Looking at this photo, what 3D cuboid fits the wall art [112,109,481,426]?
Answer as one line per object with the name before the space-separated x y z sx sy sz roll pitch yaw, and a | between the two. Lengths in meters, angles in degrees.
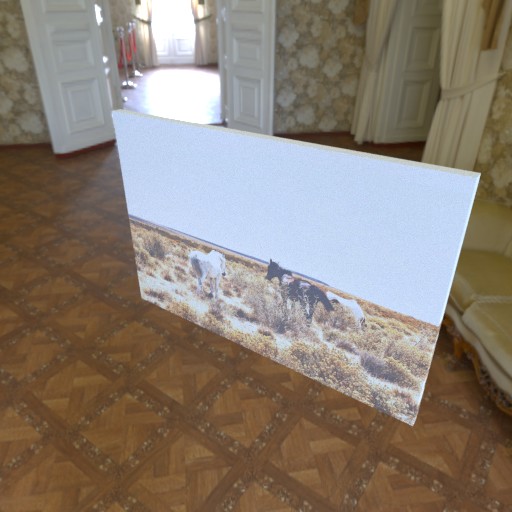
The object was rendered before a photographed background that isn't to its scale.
wall art | 0.000 0.000 1.870 1.520 1.016 0.051 19 35 29
